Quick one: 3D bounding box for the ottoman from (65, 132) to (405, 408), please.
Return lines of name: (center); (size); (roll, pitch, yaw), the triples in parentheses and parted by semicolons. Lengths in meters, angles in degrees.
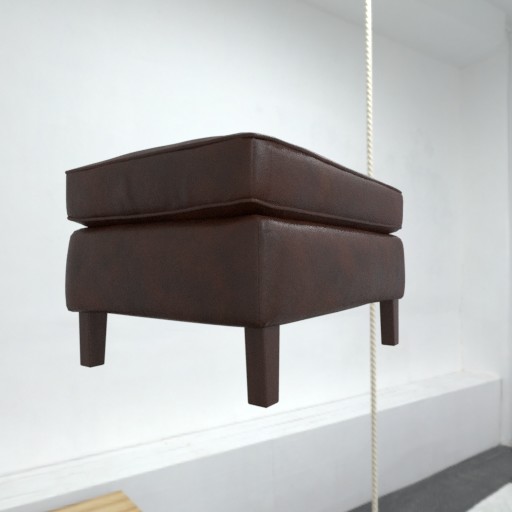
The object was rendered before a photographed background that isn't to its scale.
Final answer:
ottoman: (0.000, 0.000, 0.980); (0.501, 0.432, 0.665); (0, -1, 35)
